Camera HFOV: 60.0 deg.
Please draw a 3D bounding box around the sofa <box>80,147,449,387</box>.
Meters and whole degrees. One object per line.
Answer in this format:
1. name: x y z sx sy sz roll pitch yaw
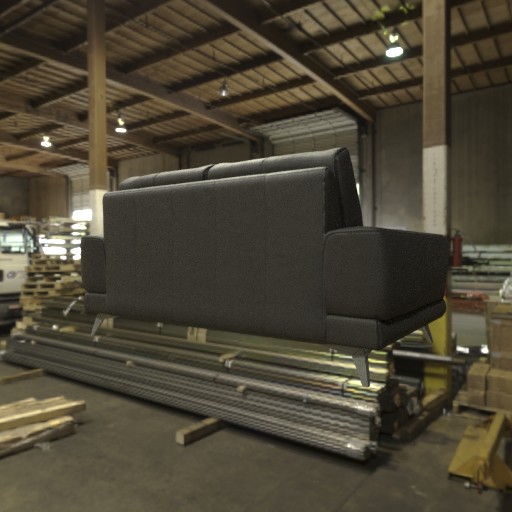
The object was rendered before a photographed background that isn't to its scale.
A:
1. sofa: 0.000 0.000 2.418 1.806 0.907 1.018 1 1 35
